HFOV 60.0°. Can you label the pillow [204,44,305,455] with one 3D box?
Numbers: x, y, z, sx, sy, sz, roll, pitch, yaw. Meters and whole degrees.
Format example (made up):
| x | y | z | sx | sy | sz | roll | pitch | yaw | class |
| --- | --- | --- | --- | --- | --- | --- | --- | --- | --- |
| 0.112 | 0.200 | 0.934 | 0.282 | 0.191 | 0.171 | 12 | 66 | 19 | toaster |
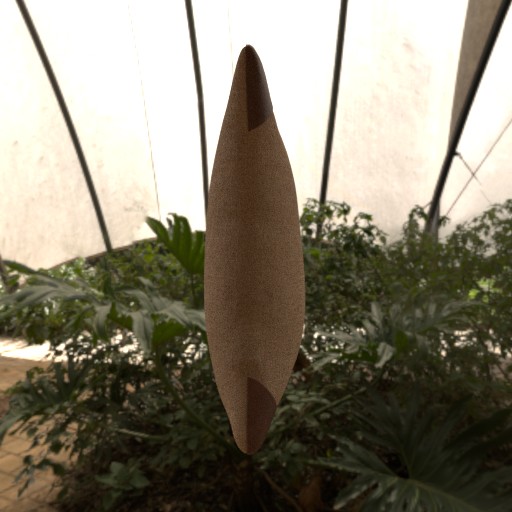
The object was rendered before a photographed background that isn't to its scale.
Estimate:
| x | y | z | sx | sy | sz | roll | pitch | yaw | class |
| --- | --- | --- | --- | --- | --- | --- | --- | --- | --- |
| 0.000 | 0.000 | 0.678 | 0.147 | 0.448 | 0.437 | 0 | 0 | 0 | pillow |
